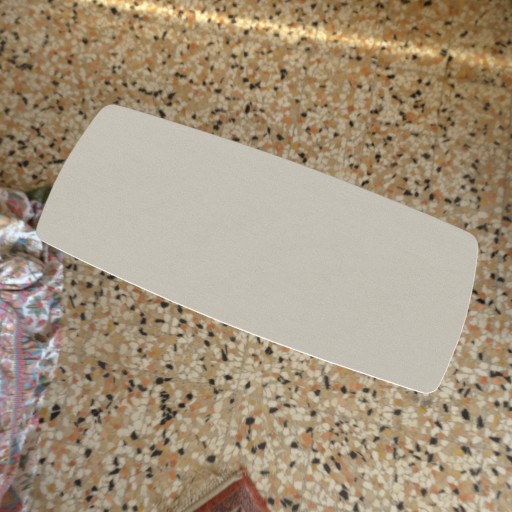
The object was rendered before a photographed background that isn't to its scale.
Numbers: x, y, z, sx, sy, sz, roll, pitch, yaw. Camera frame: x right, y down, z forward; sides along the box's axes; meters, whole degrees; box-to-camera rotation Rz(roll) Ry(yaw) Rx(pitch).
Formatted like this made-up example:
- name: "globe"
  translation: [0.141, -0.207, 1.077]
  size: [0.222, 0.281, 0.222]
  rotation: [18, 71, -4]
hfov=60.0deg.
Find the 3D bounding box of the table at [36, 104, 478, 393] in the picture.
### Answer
- name: "table"
  translation: [0.000, 0.000, 1.597]
  size: [1.334, 0.474, 0.561]
  rotation: [21, 76, 5]
